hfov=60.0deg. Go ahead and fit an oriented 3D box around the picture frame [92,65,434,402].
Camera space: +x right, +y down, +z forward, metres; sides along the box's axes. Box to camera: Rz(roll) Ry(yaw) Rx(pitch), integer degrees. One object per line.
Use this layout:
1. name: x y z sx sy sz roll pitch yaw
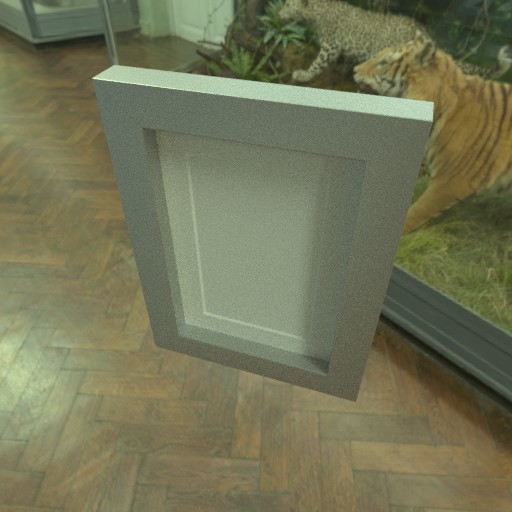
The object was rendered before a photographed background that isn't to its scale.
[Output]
1. picture frame: 0.000 0.000 0.273 0.157 0.208 0.028 12 42 14
